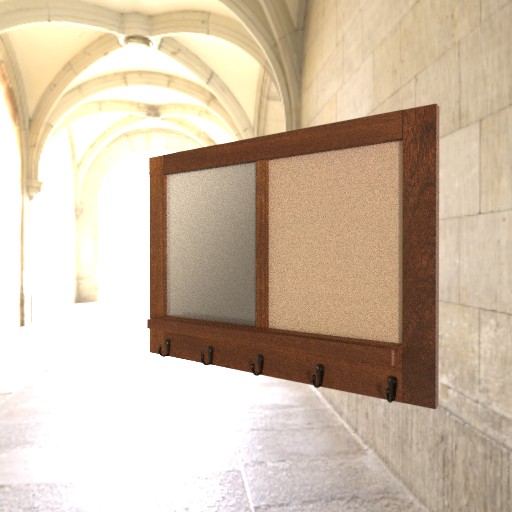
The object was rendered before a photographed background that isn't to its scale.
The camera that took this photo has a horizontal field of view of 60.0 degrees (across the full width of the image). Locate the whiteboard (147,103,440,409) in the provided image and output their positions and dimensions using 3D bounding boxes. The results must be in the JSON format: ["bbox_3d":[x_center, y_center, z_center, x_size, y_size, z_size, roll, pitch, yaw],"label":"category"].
[{"bbox_3d":[0.000,0.000,1.022,0.783,0.559,0.083,0,1,36],"label":"whiteboard"}]
